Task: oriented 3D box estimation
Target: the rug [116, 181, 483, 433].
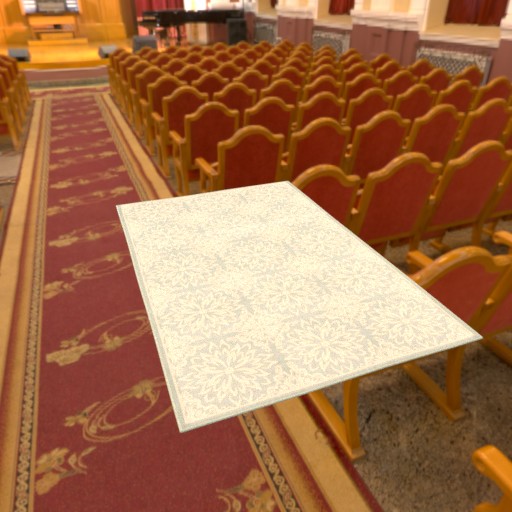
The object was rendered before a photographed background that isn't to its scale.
[{"bbox_3d":[0.000,0.000,2.302,1.219,0.012,1.840,-11,32,-18],"label":"rug"}]
